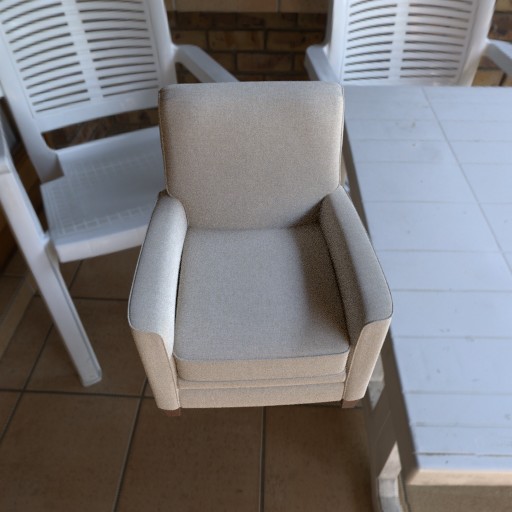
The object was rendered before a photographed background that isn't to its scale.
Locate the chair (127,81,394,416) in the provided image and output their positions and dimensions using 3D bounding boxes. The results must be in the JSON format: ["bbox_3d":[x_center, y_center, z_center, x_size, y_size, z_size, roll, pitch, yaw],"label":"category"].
[{"bbox_3d":[0.000,0.000,1.682,0.845,1.023,0.859,-2,45,-2],"label":"chair"}]
